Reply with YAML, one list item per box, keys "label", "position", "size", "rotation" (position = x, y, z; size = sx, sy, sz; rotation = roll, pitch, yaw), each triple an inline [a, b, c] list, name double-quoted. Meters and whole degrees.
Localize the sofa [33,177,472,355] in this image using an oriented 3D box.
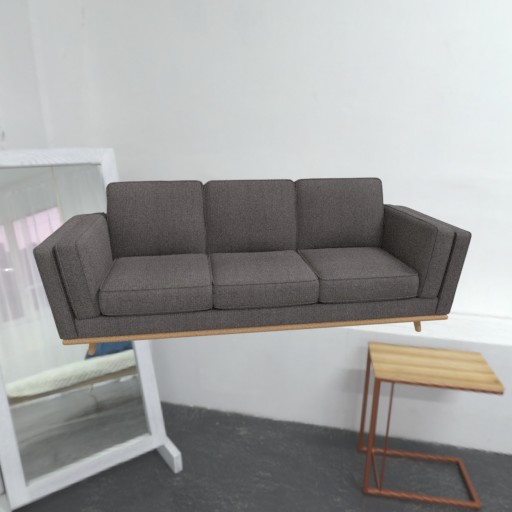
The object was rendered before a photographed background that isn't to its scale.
- label: "sofa"
  position: [0.000, 0.000, 2.815]
  size: [2.362, 0.899, 0.903]
  rotation: [-2, 17, -8]
